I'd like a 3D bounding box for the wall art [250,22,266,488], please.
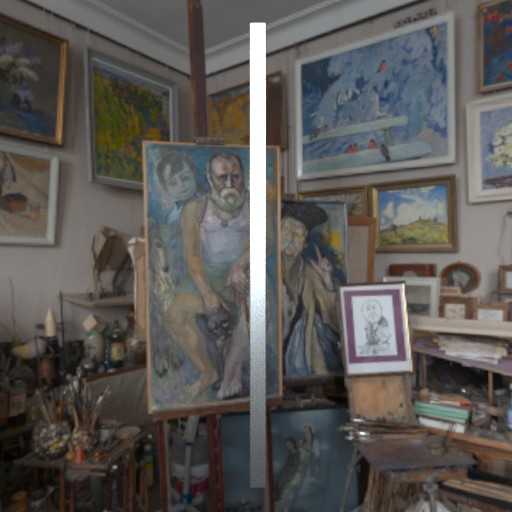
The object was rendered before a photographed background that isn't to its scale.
[{"bbox_3d":[0.000,0.000,1.410,0.037,1.062,0.801,0,-1,-1],"label":"wall art"}]
